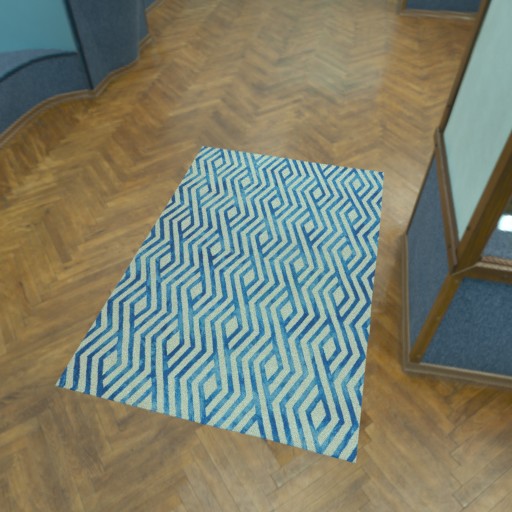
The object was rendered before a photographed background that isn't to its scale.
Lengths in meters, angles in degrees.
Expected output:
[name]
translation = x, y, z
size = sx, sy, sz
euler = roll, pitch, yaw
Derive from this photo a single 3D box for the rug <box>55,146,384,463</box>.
[rug]
translation = 0.000, 0.000, 2.318
size = 1.225, 0.008, 1.830
euler = 11, 47, 10
